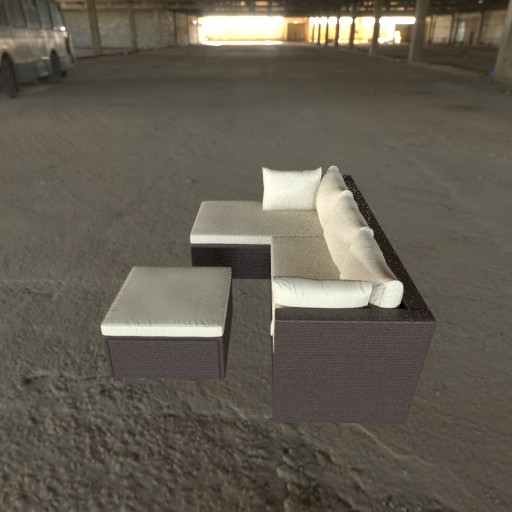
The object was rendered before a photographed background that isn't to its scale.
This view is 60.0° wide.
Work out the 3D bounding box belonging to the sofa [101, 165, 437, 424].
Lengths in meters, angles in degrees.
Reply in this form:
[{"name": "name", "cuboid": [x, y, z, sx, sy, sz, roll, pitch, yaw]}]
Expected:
[{"name": "sofa", "cuboid": [0.000, 0.000, 3.007, 1.612, 0.766, 2.192, 1, 27, 1]}]
